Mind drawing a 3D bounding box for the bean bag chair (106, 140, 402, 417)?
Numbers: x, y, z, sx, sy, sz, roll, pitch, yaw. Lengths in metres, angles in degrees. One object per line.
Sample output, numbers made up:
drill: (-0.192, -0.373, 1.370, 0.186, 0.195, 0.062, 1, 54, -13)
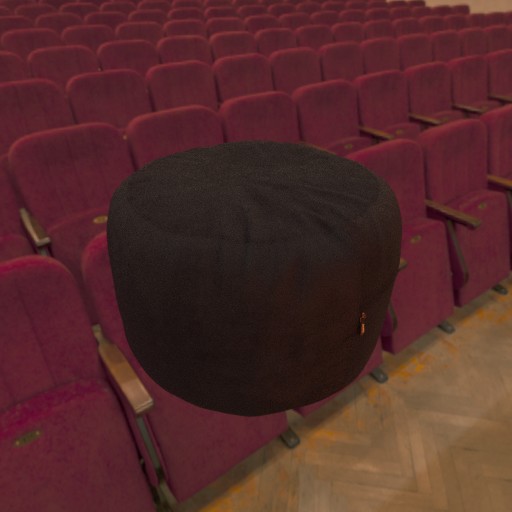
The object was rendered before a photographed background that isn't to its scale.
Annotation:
bean bag chair: (0.000, 0.000, 1.957, 1.219, 0.762, 1.219, 0, 32, 0)
